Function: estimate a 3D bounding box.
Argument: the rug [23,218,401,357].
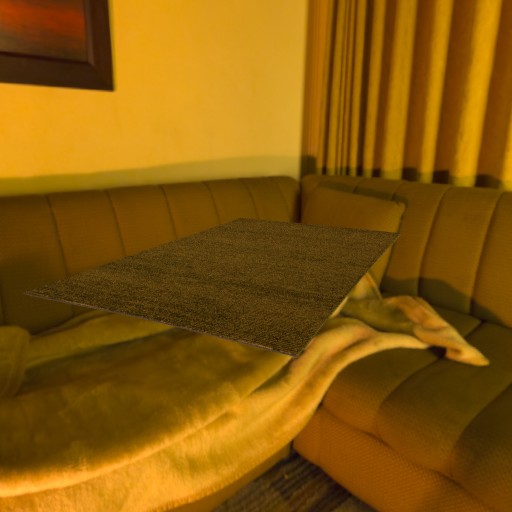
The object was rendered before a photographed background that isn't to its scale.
[{"bbox_3d":[0.000,0.000,2.246,1.145,0.021,1.777,8,17,26],"label":"rug"}]
